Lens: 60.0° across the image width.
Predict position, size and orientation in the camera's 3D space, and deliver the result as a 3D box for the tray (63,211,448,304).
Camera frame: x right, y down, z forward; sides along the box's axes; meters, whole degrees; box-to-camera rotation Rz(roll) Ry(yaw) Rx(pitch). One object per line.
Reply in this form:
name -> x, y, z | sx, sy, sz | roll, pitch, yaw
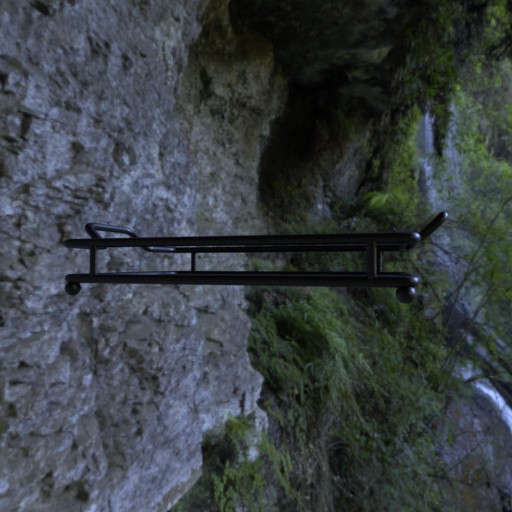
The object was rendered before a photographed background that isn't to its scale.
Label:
tray -> 0.000, 0.000, 0.629 | 0.495, 0.101, 0.297 | 0, -1, 17
